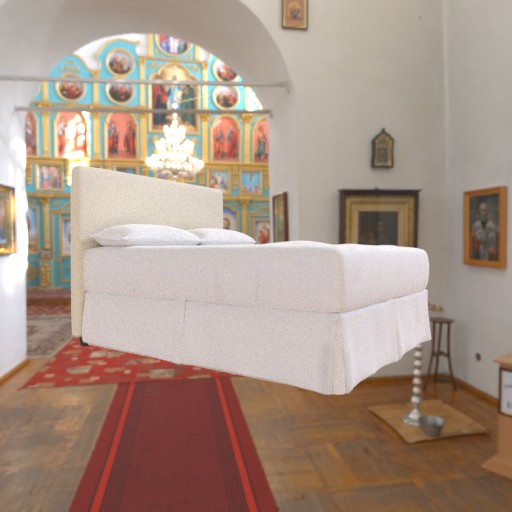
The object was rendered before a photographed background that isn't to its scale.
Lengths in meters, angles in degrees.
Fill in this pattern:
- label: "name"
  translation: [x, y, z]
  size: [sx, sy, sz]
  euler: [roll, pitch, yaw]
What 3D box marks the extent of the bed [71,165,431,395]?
- label: "bed"
  translation: [0.000, 0.000, 3.307]
  size: [2.147, 1.330, 1.714]
  euler: [1, 1, 35]
